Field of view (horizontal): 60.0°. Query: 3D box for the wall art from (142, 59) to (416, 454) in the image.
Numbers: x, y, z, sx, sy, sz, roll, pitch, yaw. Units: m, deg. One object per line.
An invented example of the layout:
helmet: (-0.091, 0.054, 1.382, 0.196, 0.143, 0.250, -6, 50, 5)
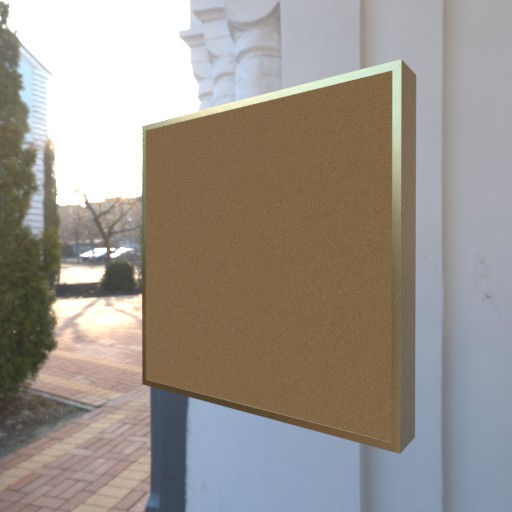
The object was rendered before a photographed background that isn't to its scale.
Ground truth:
wall art: (0.000, 0.000, 0.447, 0.304, 0.304, 0.038, 0, 1, 36)
